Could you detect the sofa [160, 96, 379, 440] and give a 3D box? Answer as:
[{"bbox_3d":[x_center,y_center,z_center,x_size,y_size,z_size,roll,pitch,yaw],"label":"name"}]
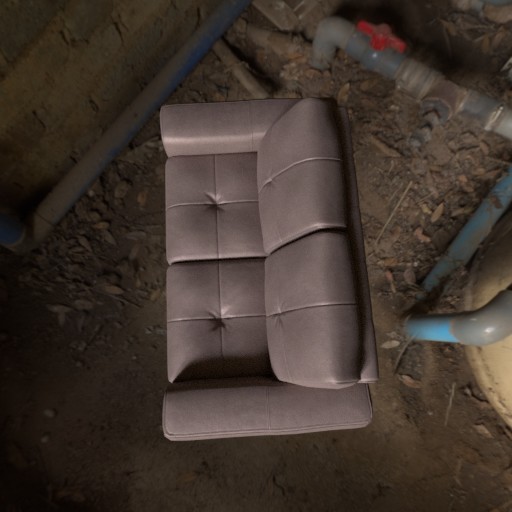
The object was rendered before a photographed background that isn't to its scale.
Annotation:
[{"bbox_3d":[0.000,0.000,2.380,1.018,0.907,1.806,-3,77,-1],"label":"sofa"}]
